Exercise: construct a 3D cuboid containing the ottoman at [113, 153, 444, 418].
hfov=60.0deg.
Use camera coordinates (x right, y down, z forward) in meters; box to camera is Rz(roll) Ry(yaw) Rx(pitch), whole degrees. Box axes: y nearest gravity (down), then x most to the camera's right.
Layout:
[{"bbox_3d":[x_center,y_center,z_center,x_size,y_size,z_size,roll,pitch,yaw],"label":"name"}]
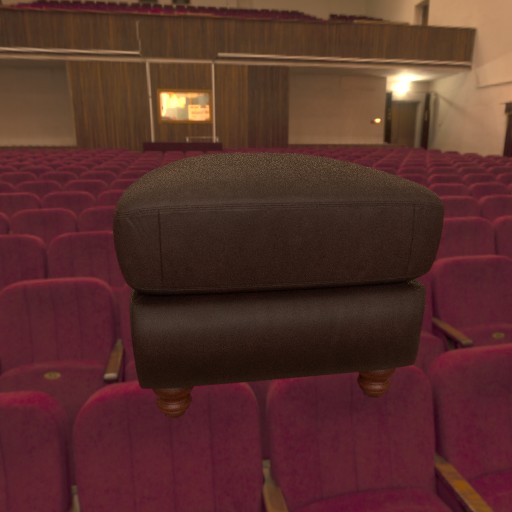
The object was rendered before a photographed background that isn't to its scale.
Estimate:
[{"bbox_3d":[0.000,0.000,1.256,0.670,0.569,0.806,-2,13,-10],"label":"ottoman"}]
